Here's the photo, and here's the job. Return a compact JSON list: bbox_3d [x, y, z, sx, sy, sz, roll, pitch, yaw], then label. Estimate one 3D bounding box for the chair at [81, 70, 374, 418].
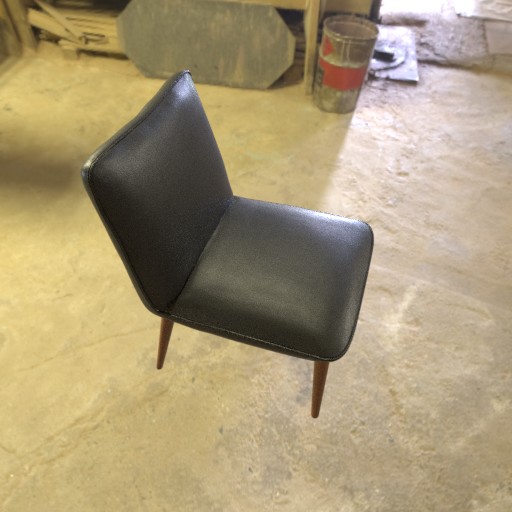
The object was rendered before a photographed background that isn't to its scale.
[{"bbox_3d":[0.000,0.000,1.251,0.645,0.801,0.543,10,48,9],"label":"chair"}]
